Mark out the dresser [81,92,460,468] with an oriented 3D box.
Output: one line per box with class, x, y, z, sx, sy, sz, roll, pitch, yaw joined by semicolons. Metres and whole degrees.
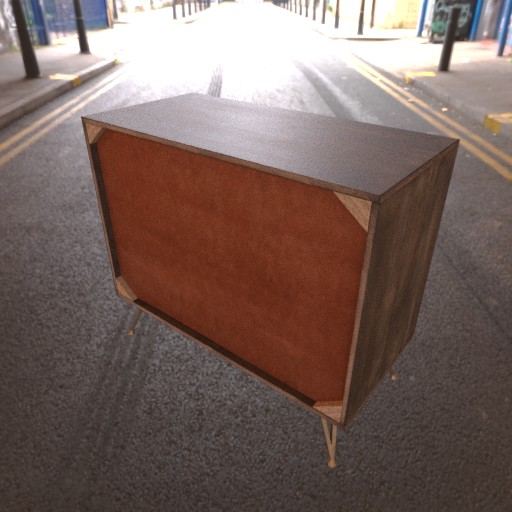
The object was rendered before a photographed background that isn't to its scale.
dresser;0.000;0.000;1.383;0.923;0.801;0.453;22;37;32
